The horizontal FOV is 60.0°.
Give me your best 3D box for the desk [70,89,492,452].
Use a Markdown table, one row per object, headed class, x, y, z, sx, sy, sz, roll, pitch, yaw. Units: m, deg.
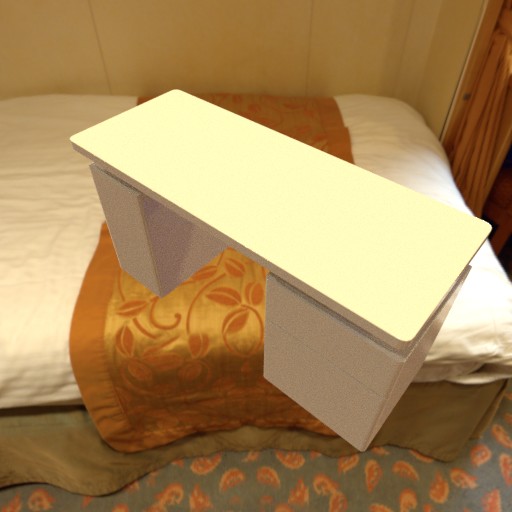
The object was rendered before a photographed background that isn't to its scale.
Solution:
| class | x | y | z | sx | sy | sz | roll | pitch | yaw |
| --- | --- | --- | --- | --- | --- | --- | --- | --- | --- |
| desk | 0.000 | 0.000 | 1.763 | 1.400 | 0.762 | 0.550 | 31 | 53 | 27 |
